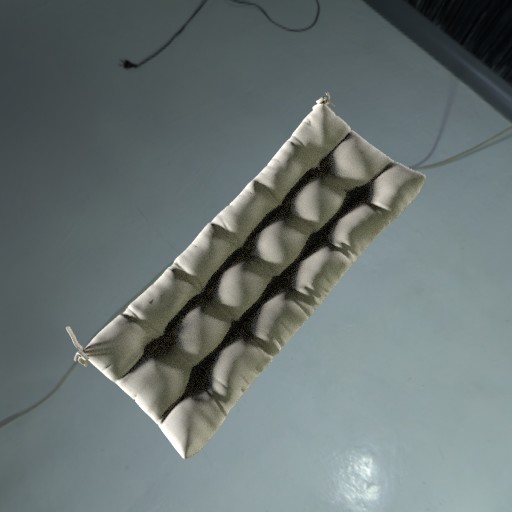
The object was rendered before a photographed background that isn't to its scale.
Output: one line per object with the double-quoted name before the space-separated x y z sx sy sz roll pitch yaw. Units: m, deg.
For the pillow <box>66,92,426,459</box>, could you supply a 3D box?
"pillow" 0.000 0.000 1.384 0.511 0.174 1.194 41 79 10
